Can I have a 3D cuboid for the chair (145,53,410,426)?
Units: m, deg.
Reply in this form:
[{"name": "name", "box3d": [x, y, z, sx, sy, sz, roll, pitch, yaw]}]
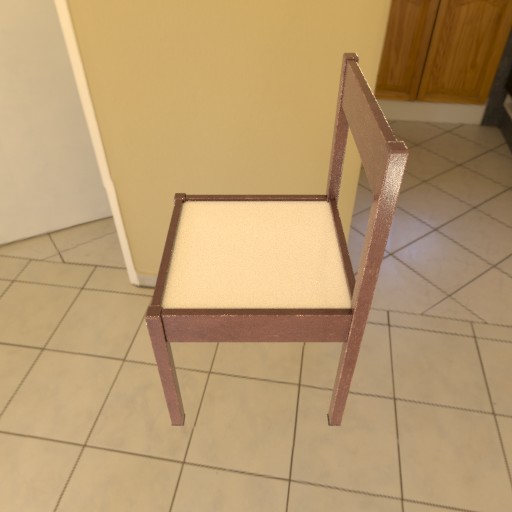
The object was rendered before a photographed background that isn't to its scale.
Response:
[{"name": "chair", "box3d": [0.000, 0.000, 0.678, 0.285, 0.505, 0.285, 0, 41, 0]}]
